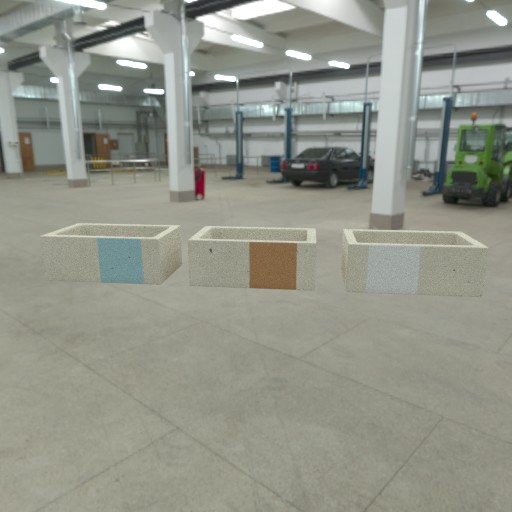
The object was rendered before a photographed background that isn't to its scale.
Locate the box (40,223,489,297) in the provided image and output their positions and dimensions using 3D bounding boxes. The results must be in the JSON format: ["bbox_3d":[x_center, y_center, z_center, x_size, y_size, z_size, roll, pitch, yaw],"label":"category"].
[{"bbox_3d":[0.000,0.000,0.498,0.461,0.051,0.082,2,14,7],"label":"box"}]
